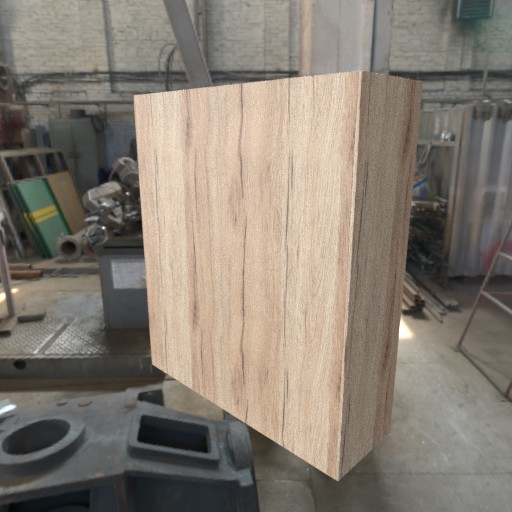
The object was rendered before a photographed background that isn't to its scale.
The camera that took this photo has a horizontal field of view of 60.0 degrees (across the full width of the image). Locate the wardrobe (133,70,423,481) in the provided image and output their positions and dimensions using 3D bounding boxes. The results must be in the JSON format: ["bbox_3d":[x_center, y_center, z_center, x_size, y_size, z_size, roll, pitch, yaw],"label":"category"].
[{"bbox_3d":[0.000,0.000,2.932,1.810,2.070,0.580,15,21,42],"label":"wardrobe"}]
